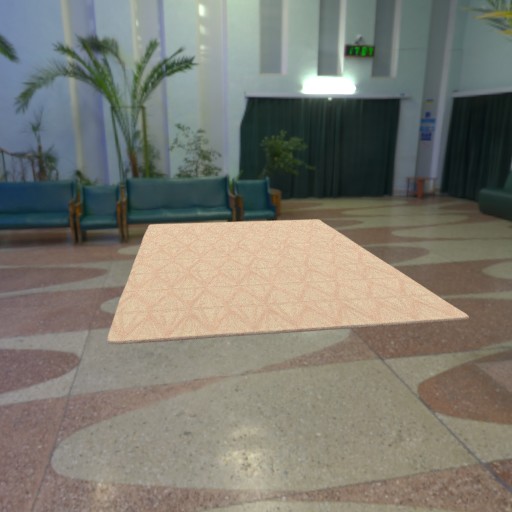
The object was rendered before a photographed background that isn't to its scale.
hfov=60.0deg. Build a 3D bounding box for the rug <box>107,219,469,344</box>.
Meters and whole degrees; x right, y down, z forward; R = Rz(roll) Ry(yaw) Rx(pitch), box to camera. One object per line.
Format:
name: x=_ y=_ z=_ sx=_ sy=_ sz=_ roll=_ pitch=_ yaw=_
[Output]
rug: x=0.000 y=0.000 z=3.013 sx=1.609 sy=0.015 sz=2.390 roll=-2 pitch=16 yaw=-9
